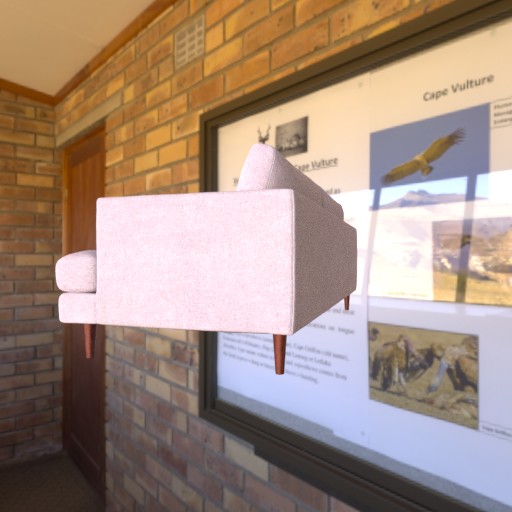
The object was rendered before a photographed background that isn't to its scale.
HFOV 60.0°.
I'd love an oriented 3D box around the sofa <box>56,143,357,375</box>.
[{"bbox_3d":[0.000,0.000,2.735,1.020,0.868,2.250,0,0,18],"label":"sofa"}]
